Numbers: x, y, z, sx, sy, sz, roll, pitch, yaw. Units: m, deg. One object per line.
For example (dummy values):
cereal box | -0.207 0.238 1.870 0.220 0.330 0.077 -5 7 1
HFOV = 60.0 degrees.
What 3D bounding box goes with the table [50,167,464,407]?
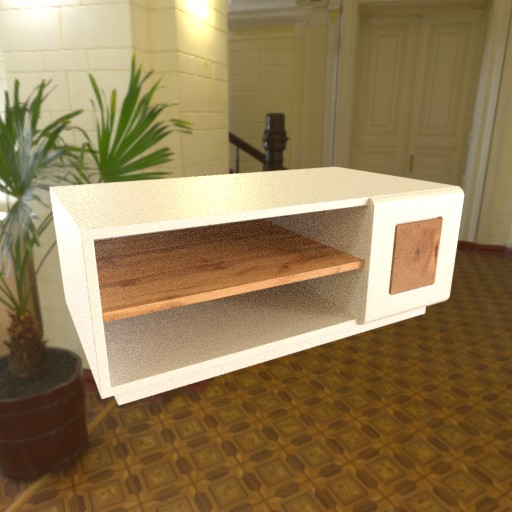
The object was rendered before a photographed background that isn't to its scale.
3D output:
table | 0.000 0.000 1.414 1.097 0.442 0.639 -10 20 -28
